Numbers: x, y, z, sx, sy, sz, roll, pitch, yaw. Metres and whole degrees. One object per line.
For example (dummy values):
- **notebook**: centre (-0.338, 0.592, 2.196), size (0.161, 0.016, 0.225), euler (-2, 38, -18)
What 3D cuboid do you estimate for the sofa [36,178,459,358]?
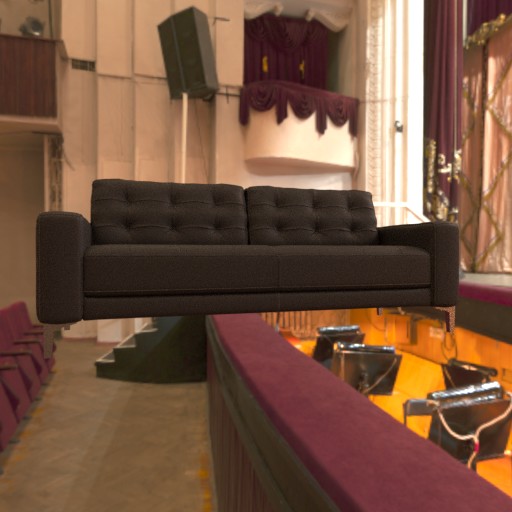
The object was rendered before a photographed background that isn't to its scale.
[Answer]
- **sofa**: centre (0.000, 0.000, 2.640), size (2.275, 0.893, 0.833), euler (0, 0, -17)
